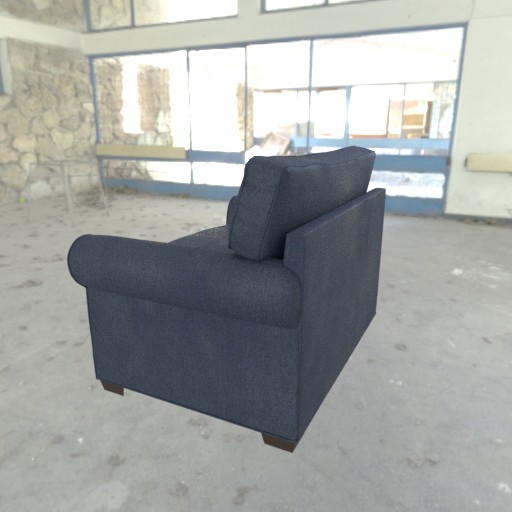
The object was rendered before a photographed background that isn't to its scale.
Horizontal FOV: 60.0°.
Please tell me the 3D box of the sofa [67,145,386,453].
[{"bbox_3d":[0.000,0.000,2.102,0.938,1.004,1.405,8,18,25],"label":"sofa"}]
